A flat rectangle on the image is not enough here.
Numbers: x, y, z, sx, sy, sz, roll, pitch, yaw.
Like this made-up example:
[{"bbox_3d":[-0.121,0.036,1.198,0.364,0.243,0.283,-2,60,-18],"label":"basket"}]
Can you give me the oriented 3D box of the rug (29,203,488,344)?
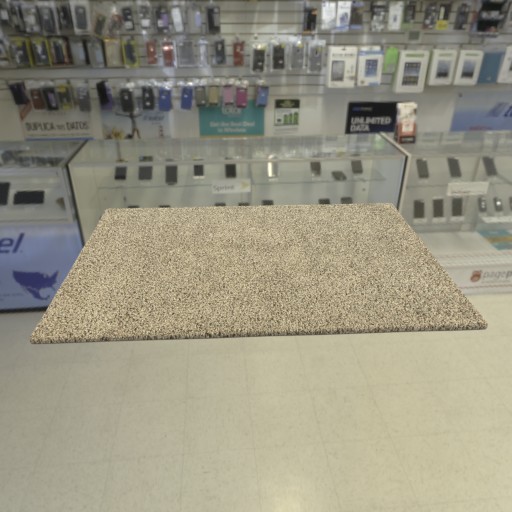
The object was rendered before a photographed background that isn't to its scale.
[{"bbox_3d":[0.000,0.000,2.232,1.778,0.030,1.219,-1,30,-2],"label":"rug"}]
